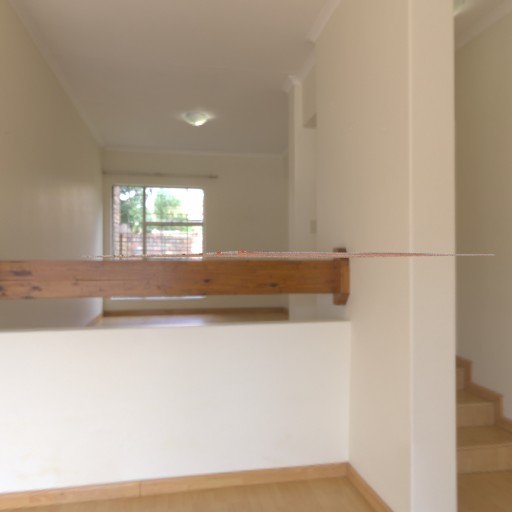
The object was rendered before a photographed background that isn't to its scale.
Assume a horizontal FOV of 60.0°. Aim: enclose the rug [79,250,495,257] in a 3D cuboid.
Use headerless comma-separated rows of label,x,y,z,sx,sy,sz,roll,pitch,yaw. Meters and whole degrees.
rug,0.000,0.000,3.905,2.263,0.022,3.029,0,-1,-36
